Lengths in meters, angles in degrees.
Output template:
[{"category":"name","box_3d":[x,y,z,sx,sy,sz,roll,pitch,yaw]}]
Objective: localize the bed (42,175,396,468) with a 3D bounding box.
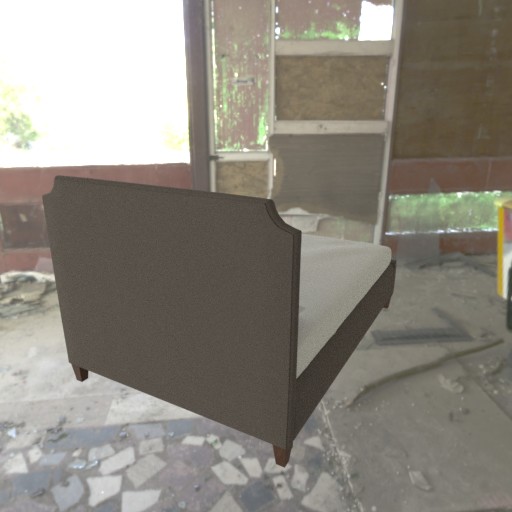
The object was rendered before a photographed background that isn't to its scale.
[{"category":"bed","box_3d":[0.000,0.000,3.441,1.713,1.443,2.372,10,22,28]}]
